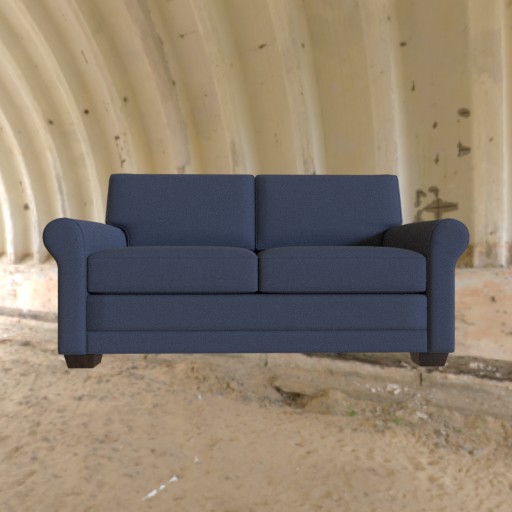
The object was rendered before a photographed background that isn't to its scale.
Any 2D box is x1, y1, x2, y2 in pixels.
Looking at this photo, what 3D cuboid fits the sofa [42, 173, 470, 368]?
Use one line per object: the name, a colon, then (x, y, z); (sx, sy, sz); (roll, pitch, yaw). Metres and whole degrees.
sofa: (0.000, 0.000, 2.439); (1.930, 1.020, 0.940); (0, 0, -1)
